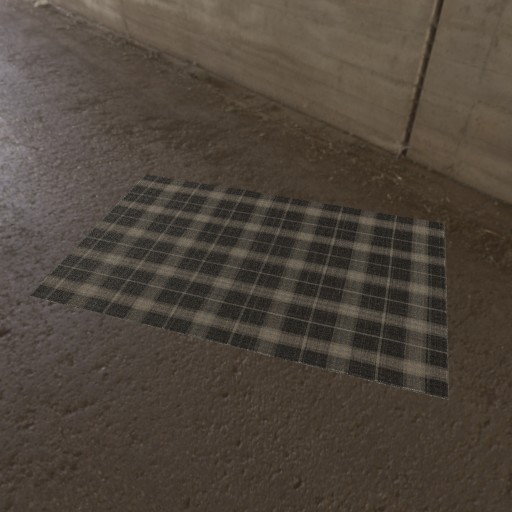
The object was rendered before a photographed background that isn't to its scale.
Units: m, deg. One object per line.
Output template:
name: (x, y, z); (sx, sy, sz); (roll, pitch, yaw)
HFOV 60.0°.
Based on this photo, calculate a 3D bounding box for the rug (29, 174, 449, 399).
rug: (0.000, 0.000, 2.974); (2.434, 0.015, 1.520); (11, 42, 13)
